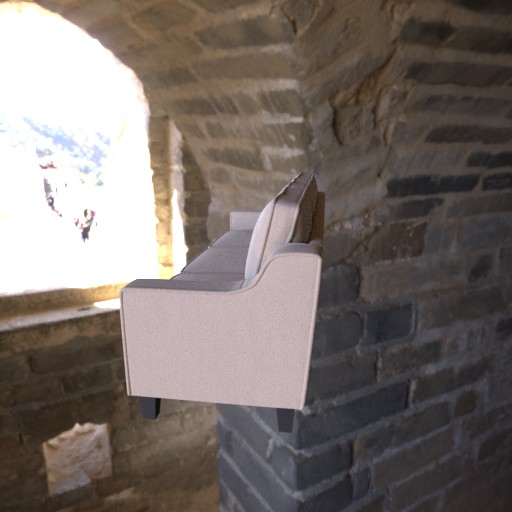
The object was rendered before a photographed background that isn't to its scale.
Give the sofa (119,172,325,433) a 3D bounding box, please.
[{"bbox_3d":[0.000,0.000,2.648,0.791,0.902,2.131,2,14,9],"label":"sofa"}]
